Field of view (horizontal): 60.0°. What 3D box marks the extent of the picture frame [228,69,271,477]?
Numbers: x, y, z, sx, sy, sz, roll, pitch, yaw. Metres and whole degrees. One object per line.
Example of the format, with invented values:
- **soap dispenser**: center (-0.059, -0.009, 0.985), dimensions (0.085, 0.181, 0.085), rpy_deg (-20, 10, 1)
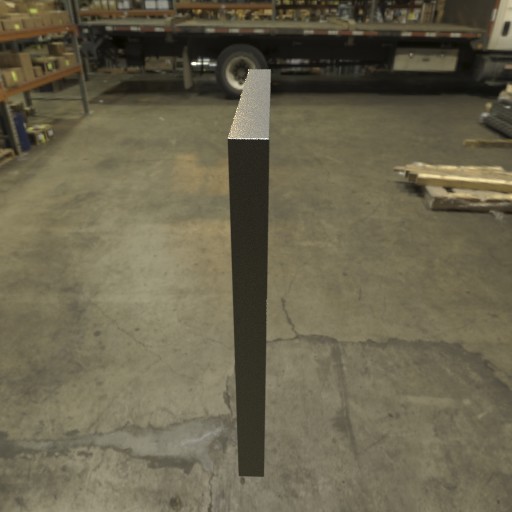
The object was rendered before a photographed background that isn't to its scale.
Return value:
- **picture frame**: center (0.000, 0.000, 1.379), dimensions (0.073, 0.968, 0.839), rpy_deg (1, 30, 2)
